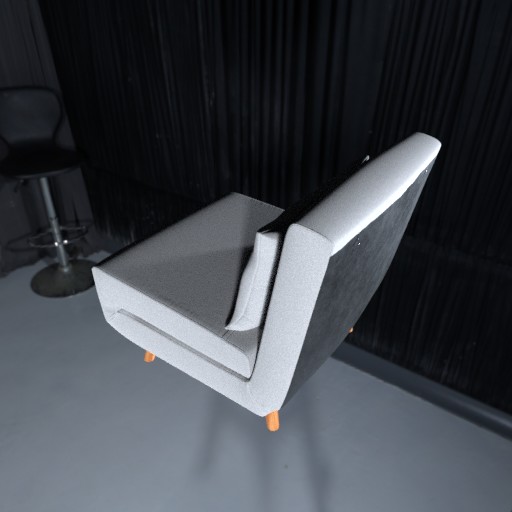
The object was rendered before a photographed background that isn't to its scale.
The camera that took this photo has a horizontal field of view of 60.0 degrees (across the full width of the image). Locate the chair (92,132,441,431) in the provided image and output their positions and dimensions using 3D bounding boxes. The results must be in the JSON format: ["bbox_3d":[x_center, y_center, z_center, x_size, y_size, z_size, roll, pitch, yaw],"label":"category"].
[{"bbox_3d":[0.000,0.000,1.522,0.902,0.808,0.770,20,37,29],"label":"chair"}]
